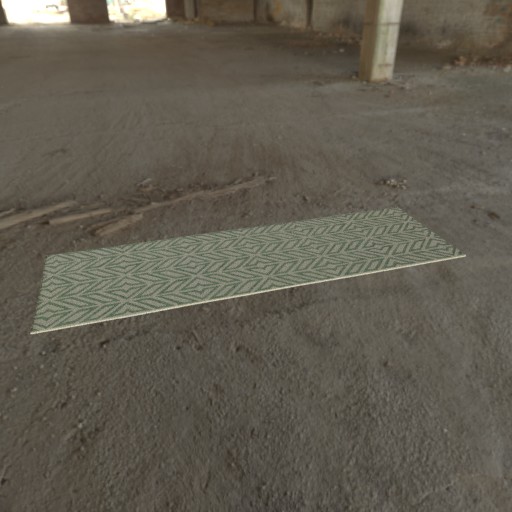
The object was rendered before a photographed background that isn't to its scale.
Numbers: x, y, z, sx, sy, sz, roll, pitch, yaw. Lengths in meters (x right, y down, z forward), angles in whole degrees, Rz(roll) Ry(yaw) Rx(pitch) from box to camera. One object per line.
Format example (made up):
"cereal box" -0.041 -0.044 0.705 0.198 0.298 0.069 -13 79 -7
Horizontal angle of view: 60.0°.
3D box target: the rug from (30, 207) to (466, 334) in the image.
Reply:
"rug" 0.000 0.000 2.682 2.435 0.009 0.750 -9 32 -15
